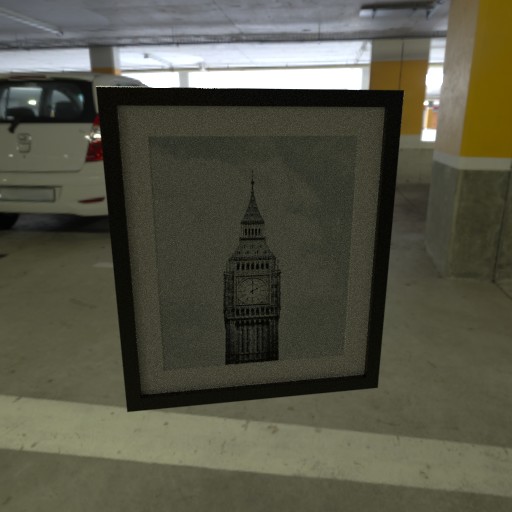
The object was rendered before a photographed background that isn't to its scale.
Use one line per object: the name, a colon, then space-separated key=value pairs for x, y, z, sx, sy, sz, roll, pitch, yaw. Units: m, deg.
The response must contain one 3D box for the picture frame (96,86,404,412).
picture frame: x=0.000 y=0.000 z=0.536 sx=0.328 sy=0.378 sz=0.034 roll=-3 pitch=17 yaw=-9
